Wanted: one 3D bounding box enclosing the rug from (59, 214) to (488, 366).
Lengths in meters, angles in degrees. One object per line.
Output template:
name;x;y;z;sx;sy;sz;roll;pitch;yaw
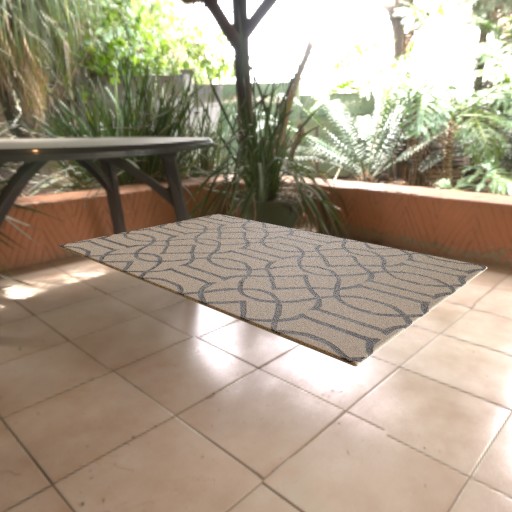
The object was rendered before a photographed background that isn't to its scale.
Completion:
rug;0.000;0.000;2.875;2.365;0.017;1.521;15;22;40
